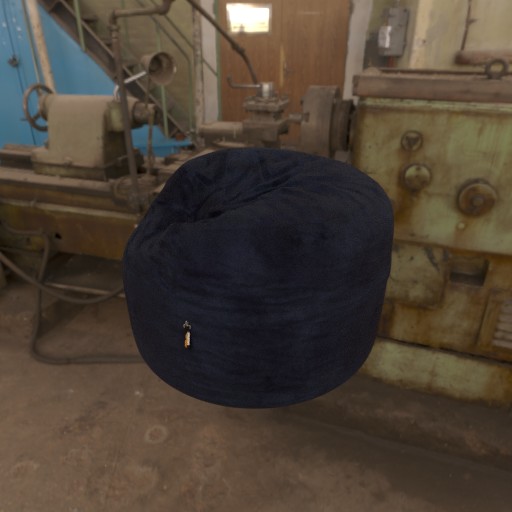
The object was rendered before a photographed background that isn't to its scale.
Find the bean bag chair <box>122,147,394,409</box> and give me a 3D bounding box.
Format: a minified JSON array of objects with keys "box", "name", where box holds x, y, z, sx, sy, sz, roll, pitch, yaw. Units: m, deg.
[{"box":[0.000,0.000,1.565,0.918,0.616,0.918,0,28,0],"name":"bean bag chair"}]
